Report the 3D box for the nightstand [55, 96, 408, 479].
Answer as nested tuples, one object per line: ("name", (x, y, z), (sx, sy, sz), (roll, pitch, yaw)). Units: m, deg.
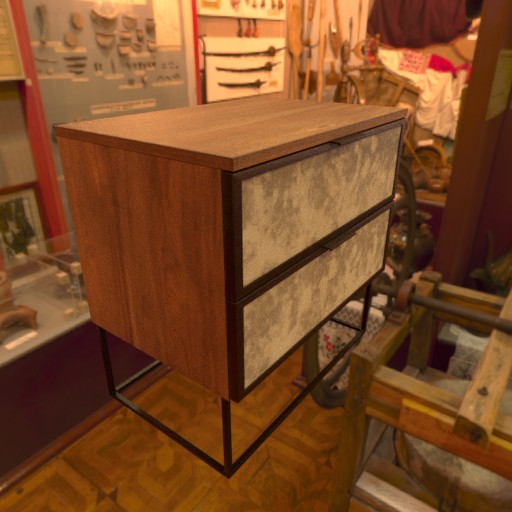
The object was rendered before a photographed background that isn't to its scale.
("nightstand", (0.000, 0.000, 1.006), (0.427, 0.611, 0.605), (18, 31, 33))
